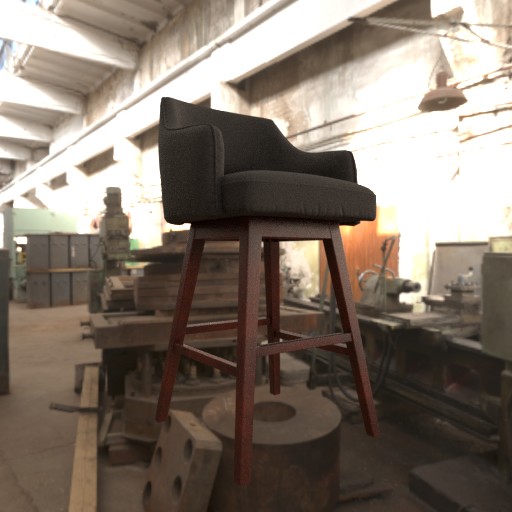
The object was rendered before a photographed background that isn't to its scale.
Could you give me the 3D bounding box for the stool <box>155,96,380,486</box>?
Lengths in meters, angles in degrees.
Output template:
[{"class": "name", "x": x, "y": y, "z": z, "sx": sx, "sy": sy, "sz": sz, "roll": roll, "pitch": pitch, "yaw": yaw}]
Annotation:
[{"class": "stool", "x": 0.000, "y": 0.000, "z": 1.331, "sx": 0.548, "sy": 1.012, "sz": 0.558, "roll": 0, "pitch": 1, "yaw": -35}]
